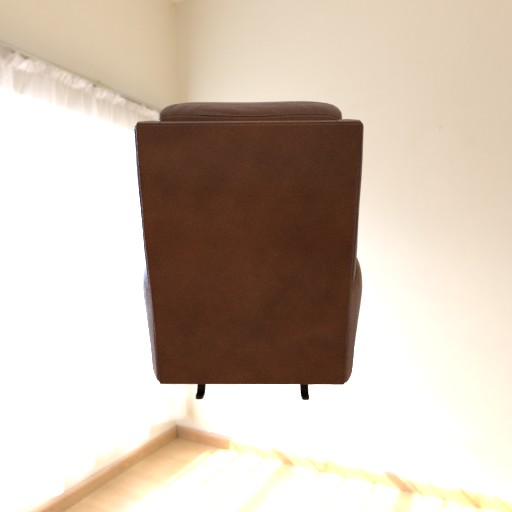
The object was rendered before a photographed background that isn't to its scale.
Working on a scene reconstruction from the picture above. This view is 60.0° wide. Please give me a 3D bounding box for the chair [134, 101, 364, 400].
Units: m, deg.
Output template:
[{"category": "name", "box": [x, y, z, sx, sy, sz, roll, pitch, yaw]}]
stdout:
[{"category": "chair", "box": [0.000, 0.000, 1.835, 0.821, 1.016, 1.072, 0, 1, 1]}]
